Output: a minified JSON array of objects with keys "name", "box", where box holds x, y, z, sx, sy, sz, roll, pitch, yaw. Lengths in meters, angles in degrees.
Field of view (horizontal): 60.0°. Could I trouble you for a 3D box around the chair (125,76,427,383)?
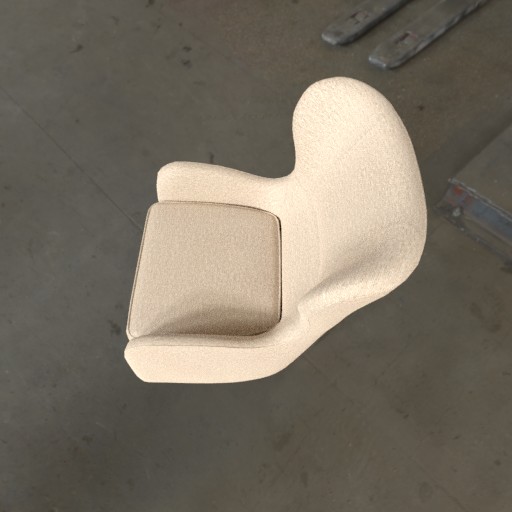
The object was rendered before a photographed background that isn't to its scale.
[{"name":"chair","box":[0.000,0.000,1.746,0.984,1.064,0.861,1,58,1]}]
